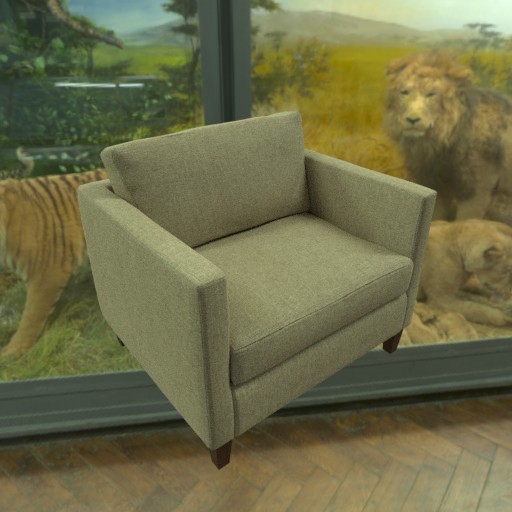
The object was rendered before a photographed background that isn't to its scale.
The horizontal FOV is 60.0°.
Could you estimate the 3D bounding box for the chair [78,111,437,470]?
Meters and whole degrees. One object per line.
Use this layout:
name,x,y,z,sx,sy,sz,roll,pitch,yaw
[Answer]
chair,0.000,0.000,1.848,1.107,0.987,0.959,-21,36,-33
